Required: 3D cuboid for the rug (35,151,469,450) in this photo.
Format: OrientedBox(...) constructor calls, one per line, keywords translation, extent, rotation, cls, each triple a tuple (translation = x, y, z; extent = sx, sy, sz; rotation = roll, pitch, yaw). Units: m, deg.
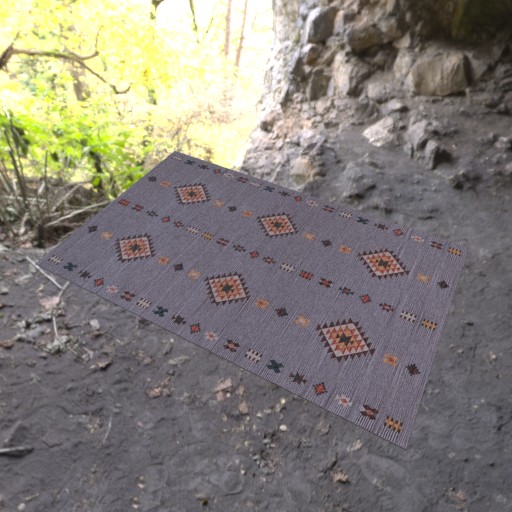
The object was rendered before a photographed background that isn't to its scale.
OrientedBox(translation=(0.000, 0.000, 2.920), extent=(2.427, 0.007, 1.515), rotation=(22, 50, 20), cls="rug")
